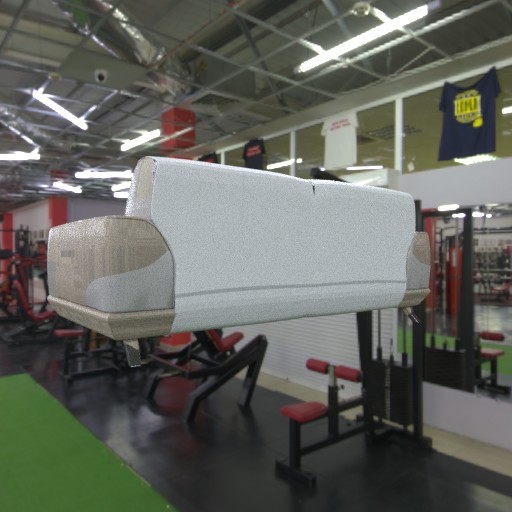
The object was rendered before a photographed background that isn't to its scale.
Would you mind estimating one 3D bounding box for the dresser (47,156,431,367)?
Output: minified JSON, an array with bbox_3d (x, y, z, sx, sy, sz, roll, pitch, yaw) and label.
[{"bbox_3d":[0.000,0.000,5.842,4.679,1.863,2.251,0,0,-37],"label":"dresser"}]
